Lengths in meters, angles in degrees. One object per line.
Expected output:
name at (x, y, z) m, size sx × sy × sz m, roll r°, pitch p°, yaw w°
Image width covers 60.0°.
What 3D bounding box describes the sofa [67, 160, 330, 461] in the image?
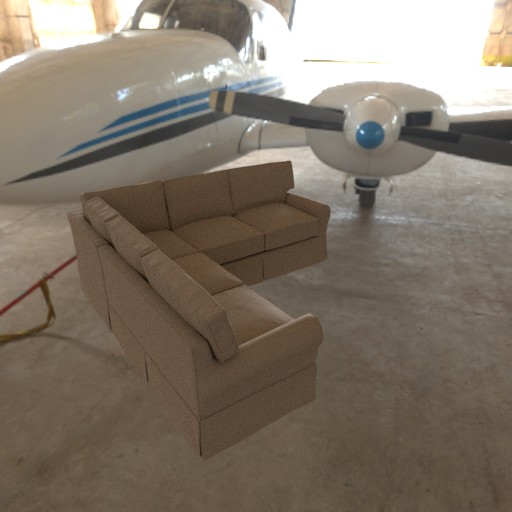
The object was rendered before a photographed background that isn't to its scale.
sofa at (0.000, 0.000, 4.262) m, size 2.733 × 1.124 × 2.730 m, roll -17°, pitch 30°, yaw -31°
